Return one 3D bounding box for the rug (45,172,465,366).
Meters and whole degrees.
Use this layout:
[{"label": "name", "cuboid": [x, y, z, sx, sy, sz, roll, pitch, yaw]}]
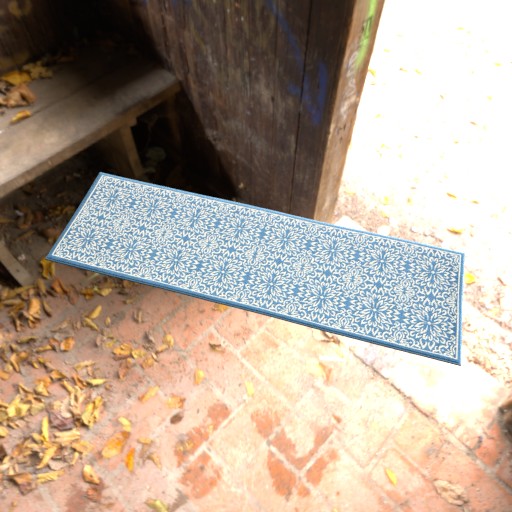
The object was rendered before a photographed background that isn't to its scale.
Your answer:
[{"label": "rug", "cuboid": [0.000, 0.000, 2.417, 2.196, 0.011, 0.662, 13, 59, 8]}]
